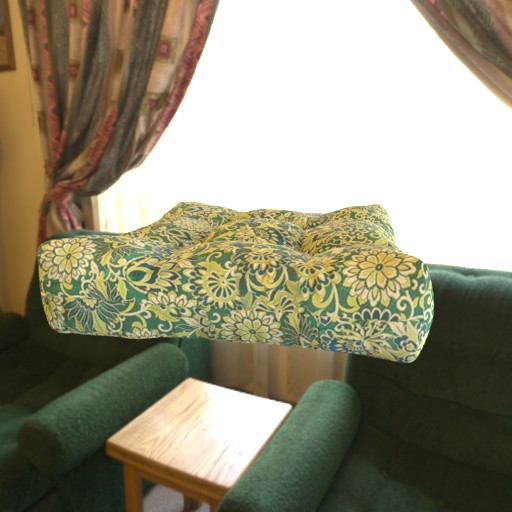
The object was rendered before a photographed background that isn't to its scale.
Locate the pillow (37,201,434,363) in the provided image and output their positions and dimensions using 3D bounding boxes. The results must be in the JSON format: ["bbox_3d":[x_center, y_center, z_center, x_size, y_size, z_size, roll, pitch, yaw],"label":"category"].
[{"bbox_3d":[0.000,0.000,0.716,0.468,0.128,0.490,3,14,10],"label":"pillow"}]
